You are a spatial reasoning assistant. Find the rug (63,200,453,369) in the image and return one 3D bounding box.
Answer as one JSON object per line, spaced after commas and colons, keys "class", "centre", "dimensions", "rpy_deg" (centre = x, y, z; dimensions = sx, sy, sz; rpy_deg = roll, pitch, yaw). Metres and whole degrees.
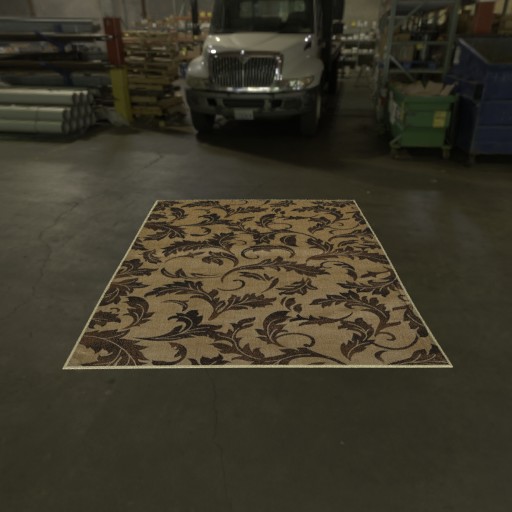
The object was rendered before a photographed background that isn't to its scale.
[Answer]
{"class": "rug", "centre": [0.000, 0.000, 4.002], "dimensions": [2.380, 0.008, 2.977], "rpy_deg": [0, 27, 0]}
